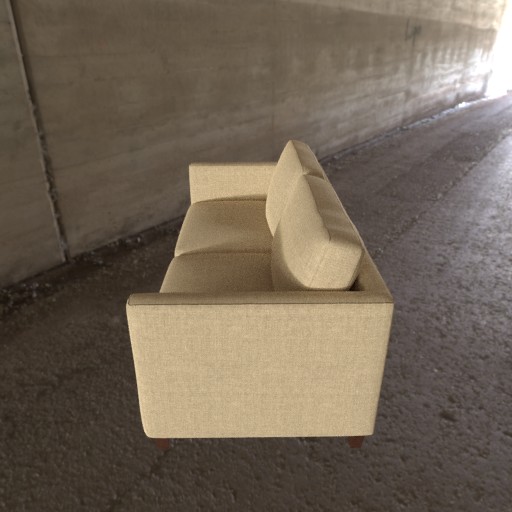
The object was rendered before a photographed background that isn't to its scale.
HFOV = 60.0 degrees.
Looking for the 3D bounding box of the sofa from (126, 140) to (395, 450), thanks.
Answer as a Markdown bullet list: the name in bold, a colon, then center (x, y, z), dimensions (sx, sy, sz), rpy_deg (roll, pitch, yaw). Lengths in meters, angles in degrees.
- **sofa**: center (0.000, 0.000, 2.439), dimensions (0.950, 0.963, 1.884), rpy_deg (0, 27, -1)
